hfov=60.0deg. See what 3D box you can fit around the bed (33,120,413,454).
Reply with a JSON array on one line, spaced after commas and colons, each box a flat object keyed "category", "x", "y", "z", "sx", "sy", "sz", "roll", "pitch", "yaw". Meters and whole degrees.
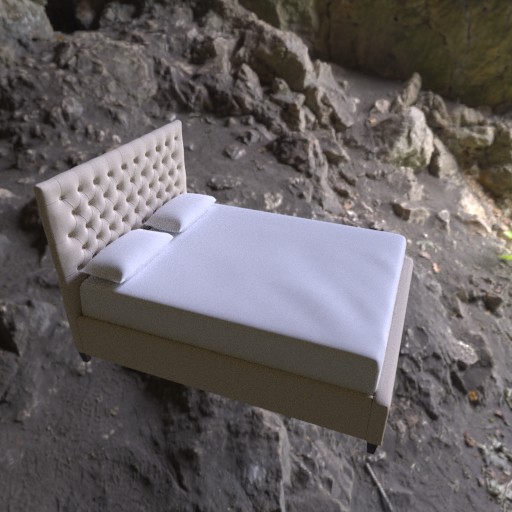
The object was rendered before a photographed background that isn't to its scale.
[{"category": "bed", "x": 0.000, "y": 0.000, "z": 3.303, "sx": 2.233, "sy": 1.426, "sz": 1.696, "roll": 11, "pitch": 33, "yaw": 18}]
